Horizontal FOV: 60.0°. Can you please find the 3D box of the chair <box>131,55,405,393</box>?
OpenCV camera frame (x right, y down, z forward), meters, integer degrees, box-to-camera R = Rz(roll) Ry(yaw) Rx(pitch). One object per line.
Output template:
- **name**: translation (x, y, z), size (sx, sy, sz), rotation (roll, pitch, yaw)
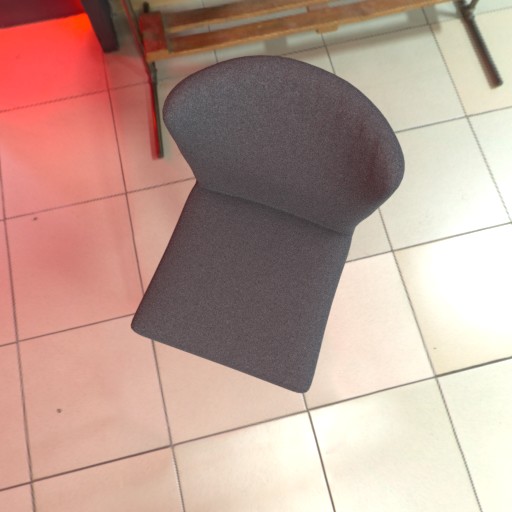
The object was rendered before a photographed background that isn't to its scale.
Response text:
- **chair**: translation (0.000, 0.000, 1.178), size (0.491, 0.839, 0.592), rotation (19, 76, 5)
